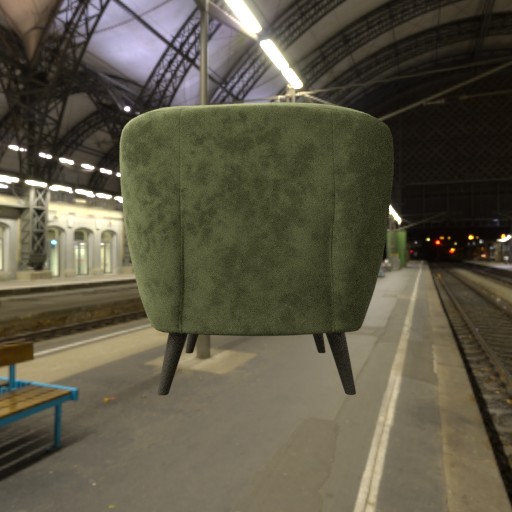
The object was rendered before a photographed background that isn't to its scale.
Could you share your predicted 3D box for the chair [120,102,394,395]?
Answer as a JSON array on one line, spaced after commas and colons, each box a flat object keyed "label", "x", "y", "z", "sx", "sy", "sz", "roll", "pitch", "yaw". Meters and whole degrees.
[{"label": "chair", "x": 0.000, "y": 0.000, "z": 1.523, "sx": 0.840, "sy": 0.804, "sz": 0.819, "roll": 0, "pitch": 0, "yaw": 0}]
